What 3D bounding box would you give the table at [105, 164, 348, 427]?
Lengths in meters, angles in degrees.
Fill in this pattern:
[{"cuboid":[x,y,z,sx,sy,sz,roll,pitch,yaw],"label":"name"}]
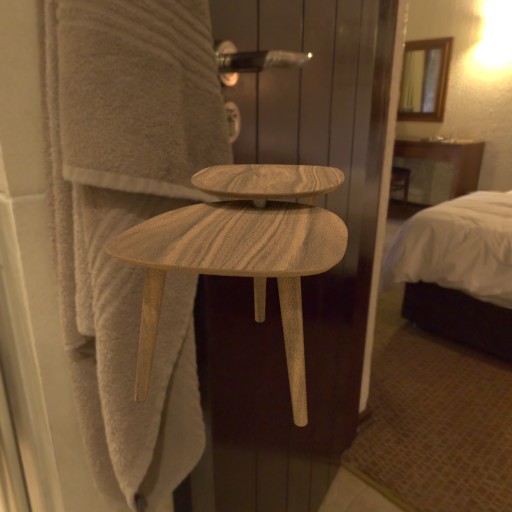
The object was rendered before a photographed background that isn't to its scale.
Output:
[{"cuboid":[0.000,0.000,1.373,0.527,0.429,1.084,3,19,9],"label":"table"}]
